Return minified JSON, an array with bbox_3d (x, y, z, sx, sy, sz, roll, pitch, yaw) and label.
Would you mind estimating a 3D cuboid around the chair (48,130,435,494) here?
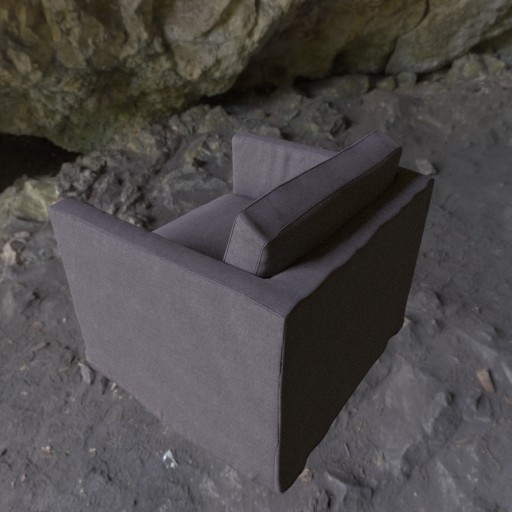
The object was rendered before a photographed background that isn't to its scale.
[{"bbox_3d":[0.000,0.000,1.672,0.949,0.863,1.057,22,38,30],"label":"chair"}]
